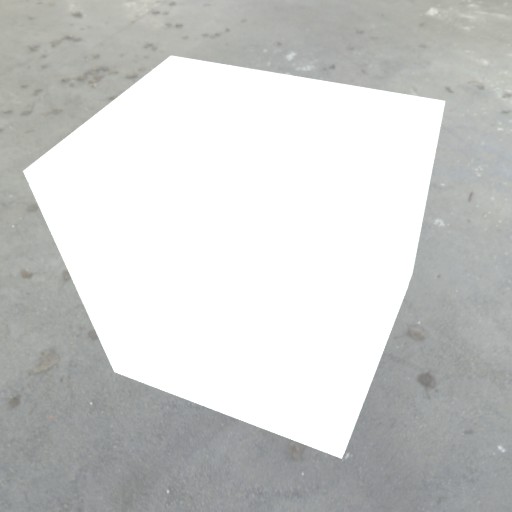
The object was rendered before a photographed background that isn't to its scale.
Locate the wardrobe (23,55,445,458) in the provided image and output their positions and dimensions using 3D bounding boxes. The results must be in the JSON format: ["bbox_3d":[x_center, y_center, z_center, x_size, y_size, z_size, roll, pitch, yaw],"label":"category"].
[{"bbox_3d":[0.000,0.000,0.833,0.500,0.520,0.400,16,48,15],"label":"wardrobe"}]
